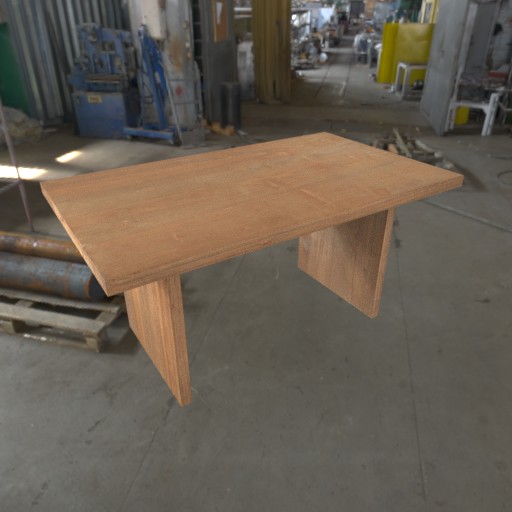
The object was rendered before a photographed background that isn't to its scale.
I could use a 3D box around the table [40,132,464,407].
[{"bbox_3d":[0.000,0.000,2.138,1.609,0.780,0.946,-18,34,-28],"label":"table"}]
